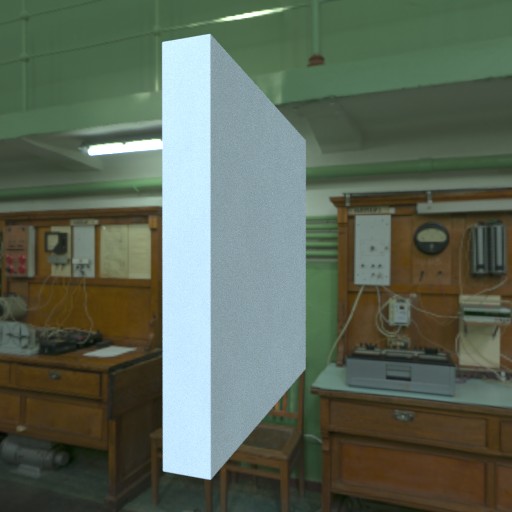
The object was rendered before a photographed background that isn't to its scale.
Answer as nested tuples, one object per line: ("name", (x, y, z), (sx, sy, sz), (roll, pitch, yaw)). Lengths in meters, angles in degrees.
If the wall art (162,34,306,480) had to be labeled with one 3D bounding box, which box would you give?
("wall art", (0.000, 0.000, 0.453), (0.038, 0.305, 0.305), (0, 1, 19))
